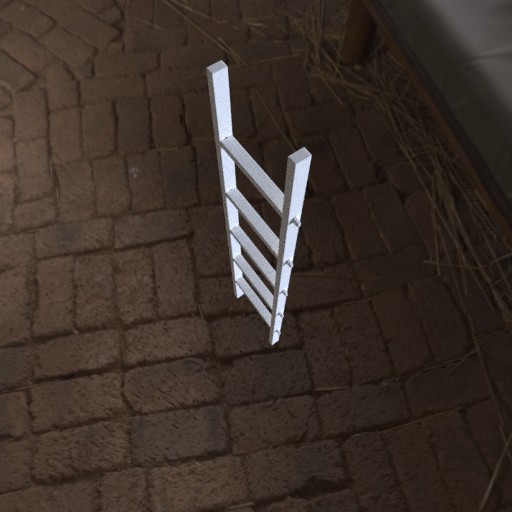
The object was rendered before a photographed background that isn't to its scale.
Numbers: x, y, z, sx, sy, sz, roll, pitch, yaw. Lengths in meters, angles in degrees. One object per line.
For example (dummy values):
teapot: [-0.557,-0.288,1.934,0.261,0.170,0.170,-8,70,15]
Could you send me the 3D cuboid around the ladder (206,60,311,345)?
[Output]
ladder: [0.000,0.000,1.968,0.051,1.797,0.452,-33,69,-14]
